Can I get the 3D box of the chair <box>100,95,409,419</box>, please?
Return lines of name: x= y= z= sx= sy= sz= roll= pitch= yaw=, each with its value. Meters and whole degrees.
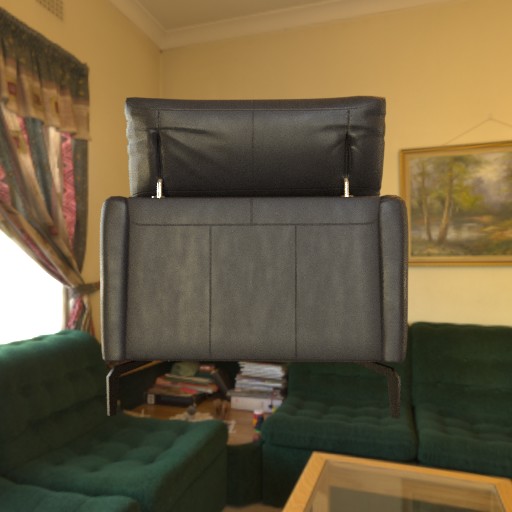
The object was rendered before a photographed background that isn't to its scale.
chair: x=0.000 y=0.000 z=1.681 sx=0.976 sy=0.949 sz=0.809 roll=0 pitch=-2 yaw=2
